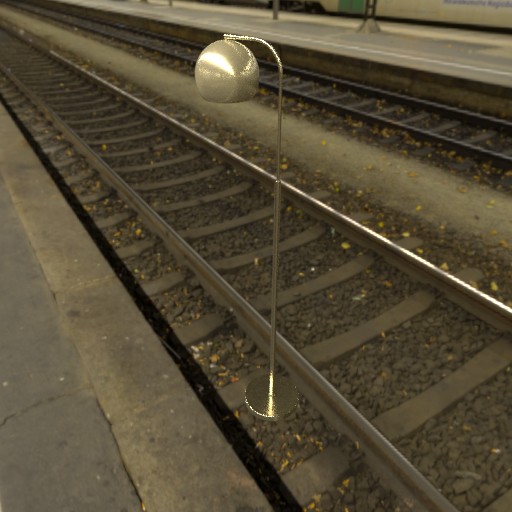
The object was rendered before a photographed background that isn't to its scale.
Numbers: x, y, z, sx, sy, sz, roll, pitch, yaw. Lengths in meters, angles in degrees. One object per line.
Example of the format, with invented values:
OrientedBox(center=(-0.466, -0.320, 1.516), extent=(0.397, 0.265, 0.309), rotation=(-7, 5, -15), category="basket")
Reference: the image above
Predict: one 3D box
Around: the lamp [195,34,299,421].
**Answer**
OrientedBox(center=(0.000, 0.000, 1.710), extent=(0.431, 1.526, 0.250), rotation=(21, 38, 29), category="lamp")
